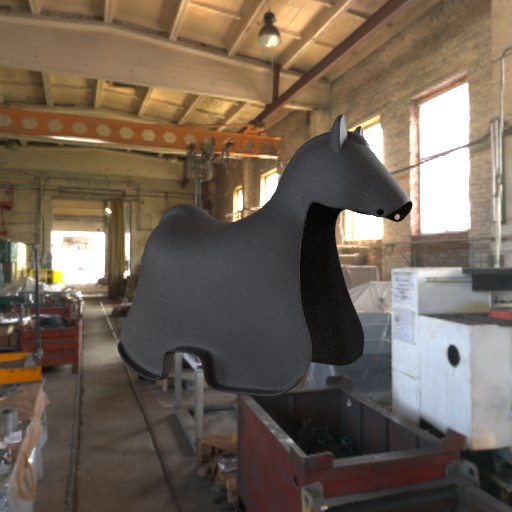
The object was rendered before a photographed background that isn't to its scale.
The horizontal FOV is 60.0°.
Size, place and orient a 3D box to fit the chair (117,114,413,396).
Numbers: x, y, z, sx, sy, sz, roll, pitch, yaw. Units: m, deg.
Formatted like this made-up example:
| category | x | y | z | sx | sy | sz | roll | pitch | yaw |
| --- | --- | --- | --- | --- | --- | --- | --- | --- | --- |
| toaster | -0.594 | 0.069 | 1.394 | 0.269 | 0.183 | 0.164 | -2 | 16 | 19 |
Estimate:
| category | x | y | z | sx | sy | sz | roll | pitch | yaw |
| --- | --- | --- | --- | --- | --- | --- | --- | --- | --- |
| chair | 0.000 | 0.000 | 1.161 | 0.800 | 0.612 | 0.429 | -1 | -1 | 36 |
